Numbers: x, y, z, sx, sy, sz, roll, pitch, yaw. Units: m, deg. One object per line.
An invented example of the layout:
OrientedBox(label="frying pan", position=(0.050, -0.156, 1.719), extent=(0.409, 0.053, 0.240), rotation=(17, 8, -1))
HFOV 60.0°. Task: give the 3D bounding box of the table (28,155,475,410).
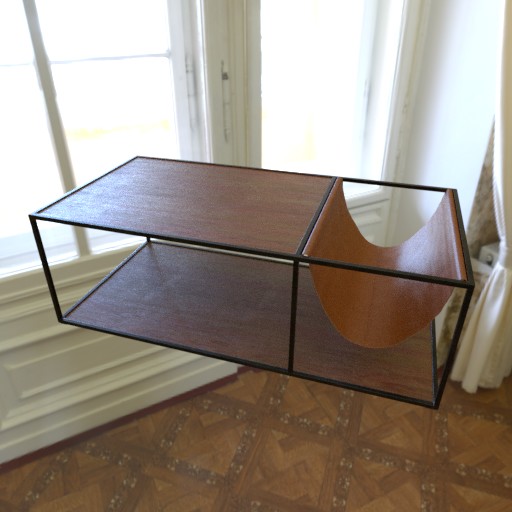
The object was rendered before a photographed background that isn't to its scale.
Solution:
OrientedBox(label="table", position=(0.000, 0.000, 1.472), extent=(1.199, 0.403, 0.597), rotation=(9, 31, 15))
